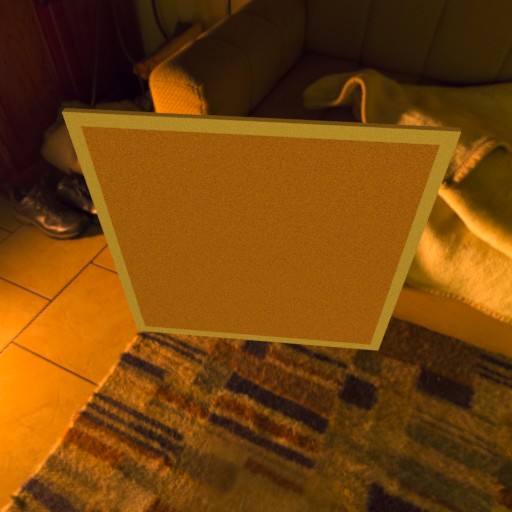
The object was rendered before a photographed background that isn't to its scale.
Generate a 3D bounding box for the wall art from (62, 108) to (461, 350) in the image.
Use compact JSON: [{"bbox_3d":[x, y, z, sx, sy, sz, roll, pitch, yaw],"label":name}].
[{"bbox_3d":[0.000,0.000,0.674,0.456,0.457,0.009,4,47,4],"label":"wall art"}]
